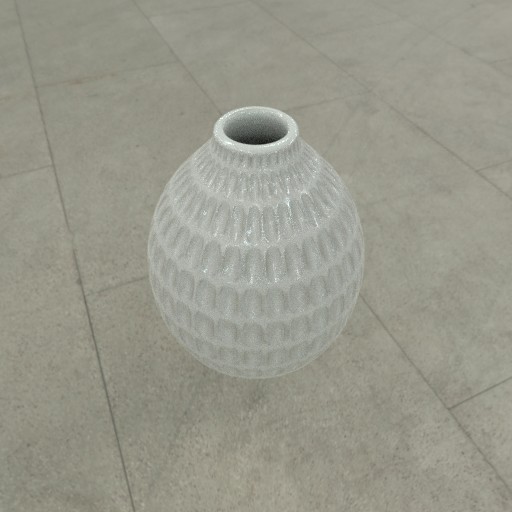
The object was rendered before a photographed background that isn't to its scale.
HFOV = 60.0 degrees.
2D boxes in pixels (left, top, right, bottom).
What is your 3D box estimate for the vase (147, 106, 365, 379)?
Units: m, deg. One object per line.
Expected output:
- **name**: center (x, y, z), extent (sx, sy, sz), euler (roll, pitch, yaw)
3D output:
- **vase**: center (0.000, 0.000, 0.338), extent (0.162, 0.223, 0.162), euler (0, 47, 0)
